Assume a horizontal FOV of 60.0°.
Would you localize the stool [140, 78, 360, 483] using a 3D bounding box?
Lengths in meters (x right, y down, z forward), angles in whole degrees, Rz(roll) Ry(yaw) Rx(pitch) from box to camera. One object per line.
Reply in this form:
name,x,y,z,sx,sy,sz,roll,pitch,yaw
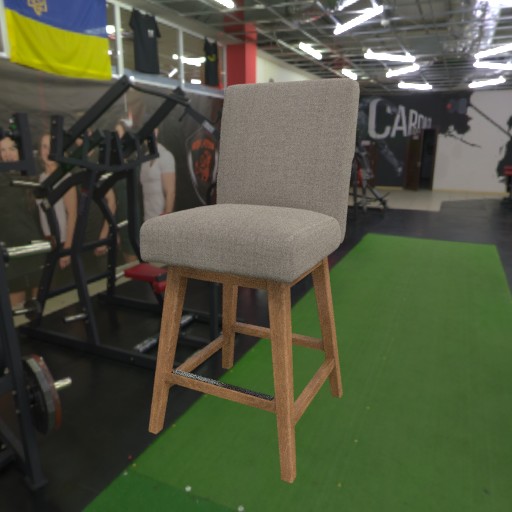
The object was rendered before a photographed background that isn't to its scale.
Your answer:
stool,0.000,0.000,1.303,0.459,1.010,0.526,7,16,26
